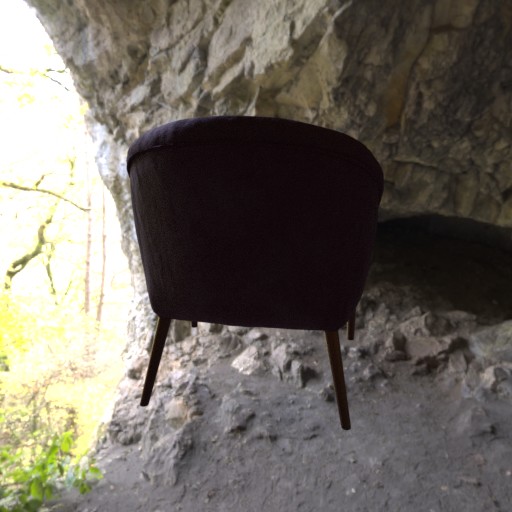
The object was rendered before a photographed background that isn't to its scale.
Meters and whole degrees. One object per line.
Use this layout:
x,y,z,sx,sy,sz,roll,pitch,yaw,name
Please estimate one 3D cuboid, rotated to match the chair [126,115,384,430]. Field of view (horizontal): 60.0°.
0.000,0.000,1.496,0.851,0.885,0.776,3,16,10,chair
